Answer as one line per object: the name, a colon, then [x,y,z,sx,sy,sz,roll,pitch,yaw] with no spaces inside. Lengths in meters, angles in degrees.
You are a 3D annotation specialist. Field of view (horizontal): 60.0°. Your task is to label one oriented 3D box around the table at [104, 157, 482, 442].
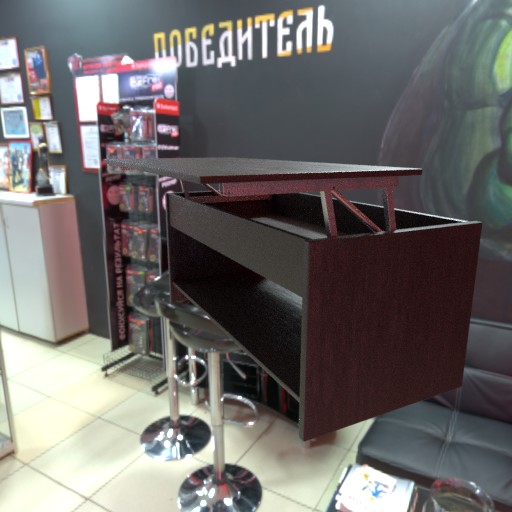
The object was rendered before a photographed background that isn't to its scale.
table: [0.000,0.000,1.375,0.712,0.570,1.000,-7,16,-26]
